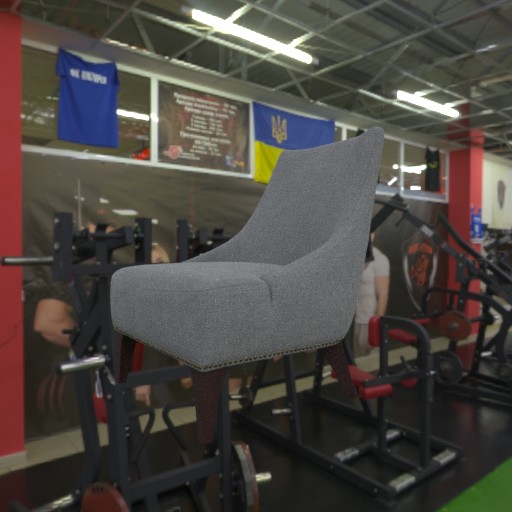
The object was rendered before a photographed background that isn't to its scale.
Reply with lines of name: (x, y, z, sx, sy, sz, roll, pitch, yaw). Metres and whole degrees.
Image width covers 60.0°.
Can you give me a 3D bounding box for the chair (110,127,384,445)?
chair: (0.000, 0.000, 1.569, 0.861, 0.909, 0.701, -1, 2, -36)
